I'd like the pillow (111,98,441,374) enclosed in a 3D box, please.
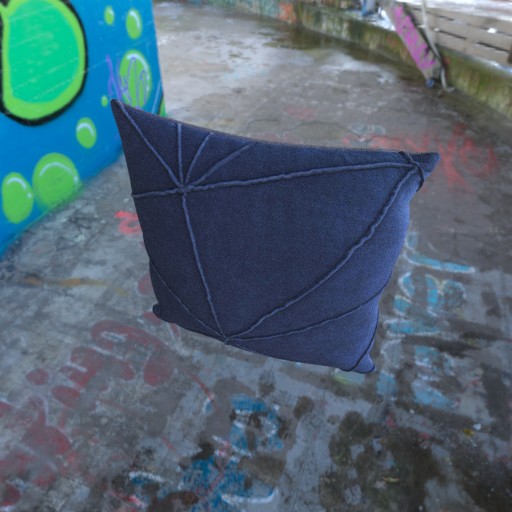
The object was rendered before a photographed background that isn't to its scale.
[{"bbox_3d":[0.000,0.000,0.687,0.439,0.440,0.183,13,43,14],"label":"pillow"}]
